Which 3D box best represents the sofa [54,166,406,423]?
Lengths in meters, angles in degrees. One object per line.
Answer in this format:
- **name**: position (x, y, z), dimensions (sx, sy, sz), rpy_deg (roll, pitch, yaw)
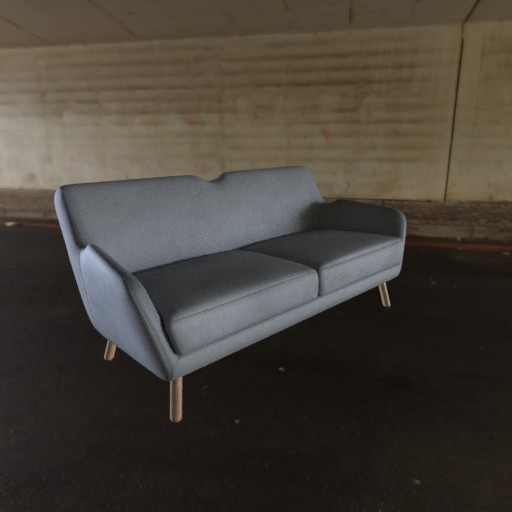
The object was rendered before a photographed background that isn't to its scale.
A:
- **sofa**: position (0.000, 0.000, 2.313), dimensions (0.850, 0.810, 1.870), rpy_deg (15, 21, 42)
